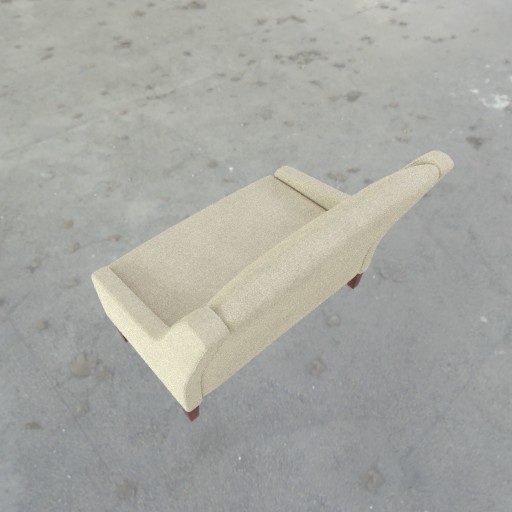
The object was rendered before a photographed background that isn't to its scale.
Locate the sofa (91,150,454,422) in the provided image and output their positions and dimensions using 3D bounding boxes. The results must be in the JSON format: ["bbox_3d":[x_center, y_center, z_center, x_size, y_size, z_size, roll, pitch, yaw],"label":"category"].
[{"bbox_3d":[0.000,0.000,1.980,1.212,0.976,0.946,-34,55,-27],"label":"sofa"}]
